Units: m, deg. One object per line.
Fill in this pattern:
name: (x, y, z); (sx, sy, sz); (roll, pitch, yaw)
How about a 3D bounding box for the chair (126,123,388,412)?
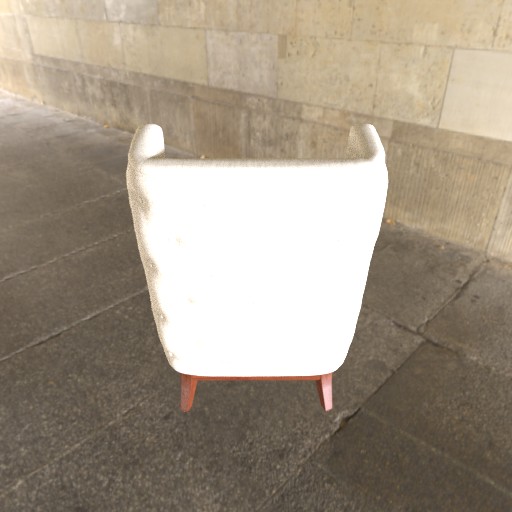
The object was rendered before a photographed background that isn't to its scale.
chair: (0.000, 0.000, 1.713); (0.778, 1.079, 0.899); (0, 31, 0)
